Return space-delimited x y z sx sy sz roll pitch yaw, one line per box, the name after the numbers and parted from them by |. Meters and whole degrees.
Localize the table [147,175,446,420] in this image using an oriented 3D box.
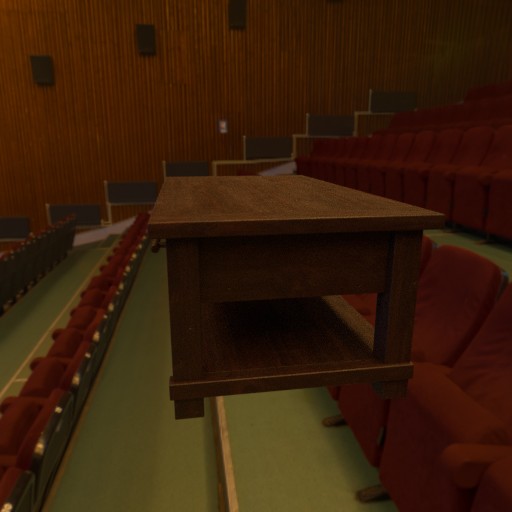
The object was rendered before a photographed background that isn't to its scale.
0.000 0.000 1.642 0.700 0.494 1.270 -2 15 -9 | table
